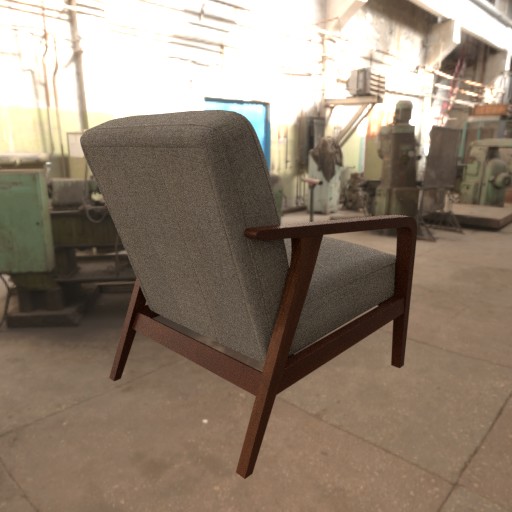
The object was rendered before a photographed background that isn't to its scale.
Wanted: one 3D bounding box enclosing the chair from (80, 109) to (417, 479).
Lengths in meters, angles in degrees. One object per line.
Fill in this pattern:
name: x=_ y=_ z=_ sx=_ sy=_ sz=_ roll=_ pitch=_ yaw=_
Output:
chair: x=0.000 y=0.000 z=1.429 sx=0.704 sy=0.847 sz=0.858 roll=14 pitch=19 yaw=43
